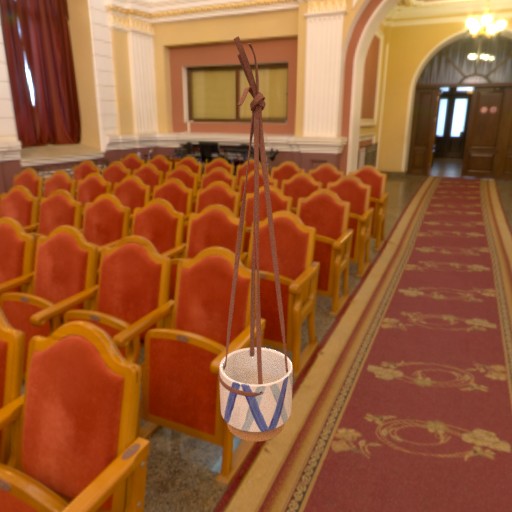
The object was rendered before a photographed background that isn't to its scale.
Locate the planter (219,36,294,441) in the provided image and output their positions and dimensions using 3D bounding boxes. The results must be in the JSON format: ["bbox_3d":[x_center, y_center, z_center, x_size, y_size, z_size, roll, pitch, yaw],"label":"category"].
[{"bbox_3d":[0.000,0.000,0.852,0.153,0.753,0.157,8,19,24],"label":"planter"}]
